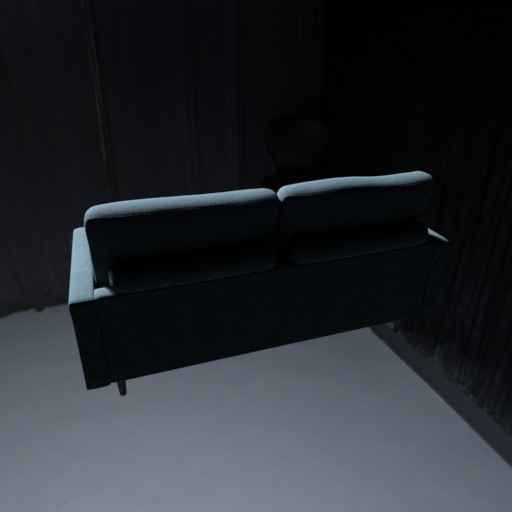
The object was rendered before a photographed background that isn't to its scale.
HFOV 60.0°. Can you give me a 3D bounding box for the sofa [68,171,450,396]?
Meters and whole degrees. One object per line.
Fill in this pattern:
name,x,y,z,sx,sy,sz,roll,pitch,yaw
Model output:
sofa,0.000,0.000,2.624,2.010,1.050,0.966,-9,28,-17
